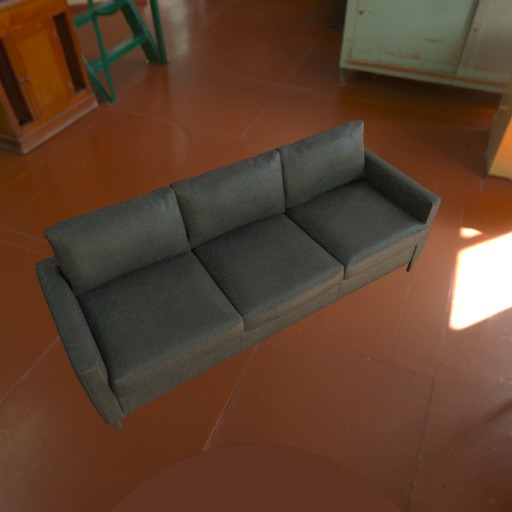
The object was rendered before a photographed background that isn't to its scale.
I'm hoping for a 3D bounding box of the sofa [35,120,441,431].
[{"bbox_3d":[0.000,0.000,2.354,2.029,0.805,0.748,-24,50,-22],"label":"sofa"}]
